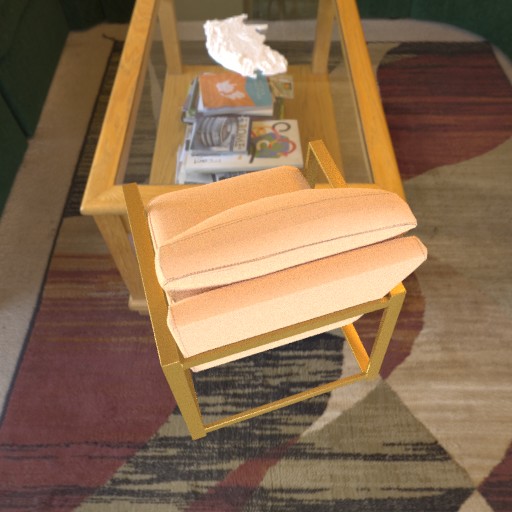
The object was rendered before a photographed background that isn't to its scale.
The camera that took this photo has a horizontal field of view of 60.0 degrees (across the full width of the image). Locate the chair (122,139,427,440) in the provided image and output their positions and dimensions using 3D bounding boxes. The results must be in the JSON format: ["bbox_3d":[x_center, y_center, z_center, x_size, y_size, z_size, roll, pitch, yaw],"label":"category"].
[{"bbox_3d":[0.000,0.000,1.522,0.758,0.956,0.813,-15,58,-10],"label":"chair"}]
